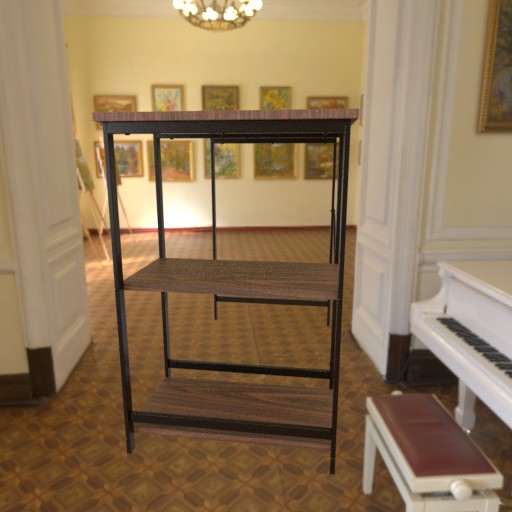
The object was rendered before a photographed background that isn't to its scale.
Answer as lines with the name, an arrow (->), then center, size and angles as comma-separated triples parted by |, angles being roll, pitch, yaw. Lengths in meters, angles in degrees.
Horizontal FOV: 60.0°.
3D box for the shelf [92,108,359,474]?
shelf -> 0.000, 0.000, 1.326 | 0.498, 0.750, 0.902 | 2, 13, 8
